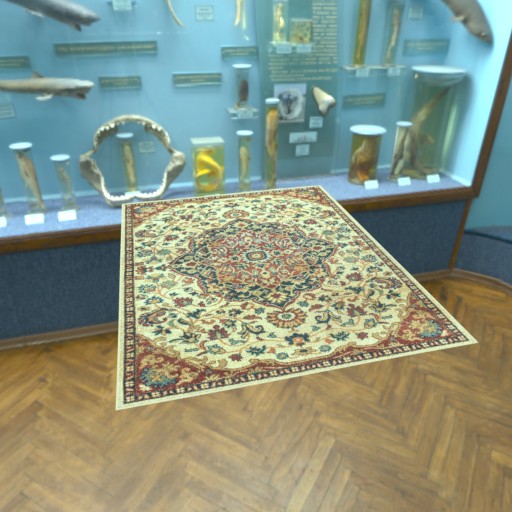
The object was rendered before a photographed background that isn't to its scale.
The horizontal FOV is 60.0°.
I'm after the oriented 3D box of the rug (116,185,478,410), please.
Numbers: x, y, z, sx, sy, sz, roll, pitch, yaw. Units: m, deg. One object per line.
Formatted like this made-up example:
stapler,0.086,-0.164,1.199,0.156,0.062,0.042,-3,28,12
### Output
rug,0.000,0.000,4.131,2.454,0.005,3.067,-7,31,-12
